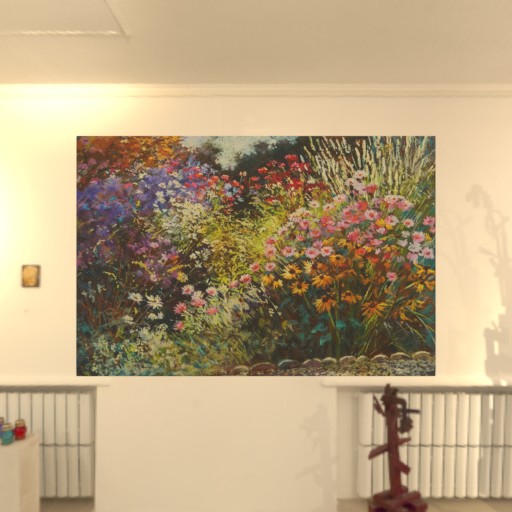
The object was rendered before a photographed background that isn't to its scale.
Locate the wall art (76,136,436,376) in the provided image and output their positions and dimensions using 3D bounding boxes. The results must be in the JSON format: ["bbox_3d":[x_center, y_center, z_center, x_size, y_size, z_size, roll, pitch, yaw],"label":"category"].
[{"bbox_3d":[0.000,0.000,1.422,1.136,0.760,0.042,0,0,0],"label":"wall art"}]
